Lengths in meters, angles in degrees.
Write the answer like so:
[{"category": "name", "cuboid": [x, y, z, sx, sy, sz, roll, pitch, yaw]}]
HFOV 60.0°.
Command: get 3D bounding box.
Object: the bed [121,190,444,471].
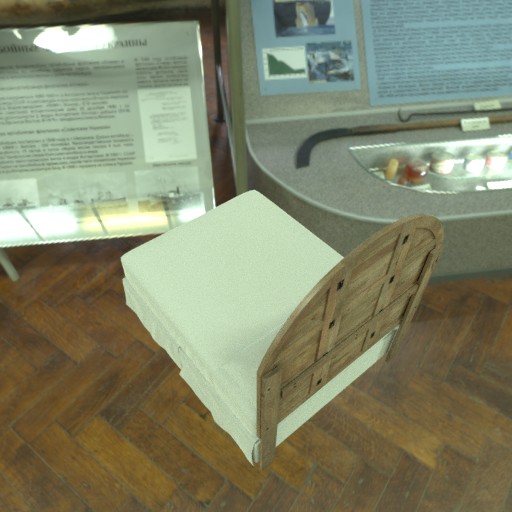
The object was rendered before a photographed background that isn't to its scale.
[{"category": "bed", "cuboid": [0.000, 0.000, 3.562, 1.713, 2.002, 2.112, -31, 54, -26]}]
